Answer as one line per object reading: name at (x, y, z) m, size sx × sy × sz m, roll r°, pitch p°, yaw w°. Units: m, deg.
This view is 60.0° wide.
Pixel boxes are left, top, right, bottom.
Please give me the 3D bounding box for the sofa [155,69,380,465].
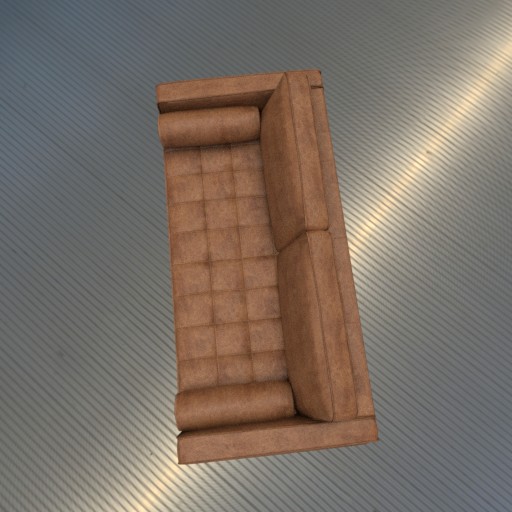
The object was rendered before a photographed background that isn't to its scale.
sofa at (0.000, 0.000, 2.353) m, size 0.924 × 0.825 × 1.920 m, roll -6°, pitch 77°, yaw -1°
